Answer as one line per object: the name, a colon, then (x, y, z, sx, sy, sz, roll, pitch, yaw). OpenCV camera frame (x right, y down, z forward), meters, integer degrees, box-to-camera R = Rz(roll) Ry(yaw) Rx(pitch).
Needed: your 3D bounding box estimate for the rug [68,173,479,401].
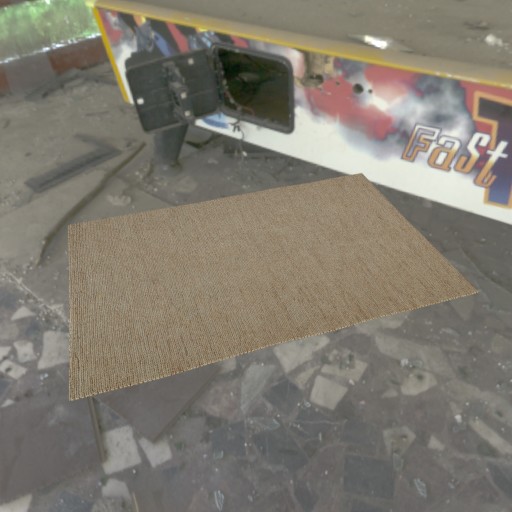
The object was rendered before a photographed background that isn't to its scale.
rug: (0.000, 0.000, 3.030, 2.439, 0.011, 1.533, -12, 42, -14)
